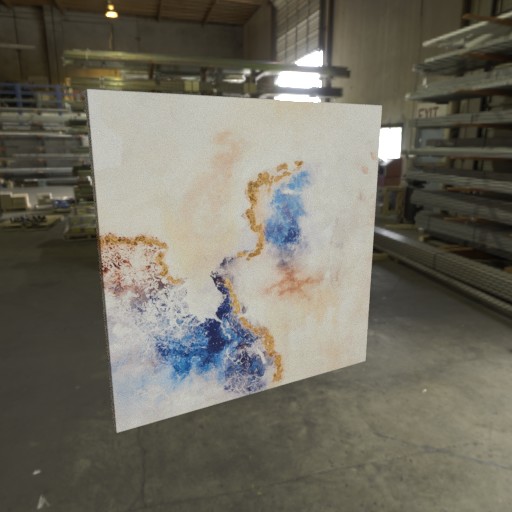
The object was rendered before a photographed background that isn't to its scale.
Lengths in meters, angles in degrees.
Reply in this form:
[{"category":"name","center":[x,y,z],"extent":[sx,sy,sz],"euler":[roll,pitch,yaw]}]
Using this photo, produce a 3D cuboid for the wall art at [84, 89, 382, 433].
[{"category":"wall art","center":[0.000,0.000,1.326],"extent":[0.889,0.889,0.038],"euler":[-7,16,-27]}]
